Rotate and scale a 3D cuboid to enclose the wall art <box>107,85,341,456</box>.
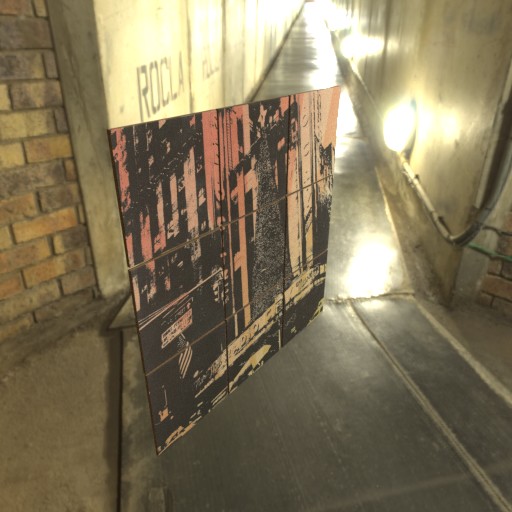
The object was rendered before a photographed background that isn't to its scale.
[{"bbox_3d":[0.000,0.000,1.381,0.010,0.917,0.919,20,33,33],"label":"wall art"}]
